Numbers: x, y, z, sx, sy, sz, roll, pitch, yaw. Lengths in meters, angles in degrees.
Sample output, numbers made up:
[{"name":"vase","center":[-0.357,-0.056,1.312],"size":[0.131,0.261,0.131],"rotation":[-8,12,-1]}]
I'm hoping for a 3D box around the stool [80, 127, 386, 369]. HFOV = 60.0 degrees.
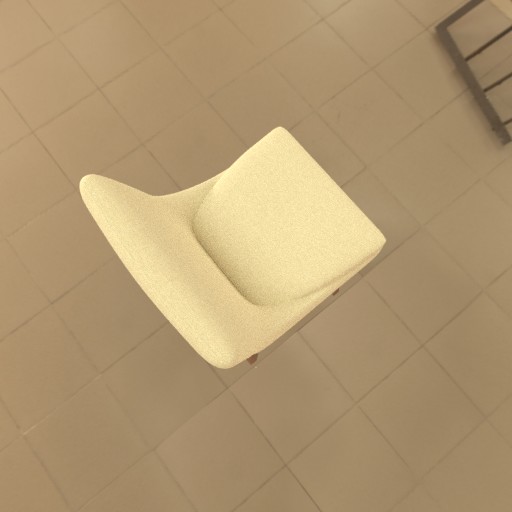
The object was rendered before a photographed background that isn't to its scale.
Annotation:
[{"name":"stool","center":[0.000,0.000,1.346],"size":[0.559,1.097,0.470],"rotation":[-38,79,-9]}]
